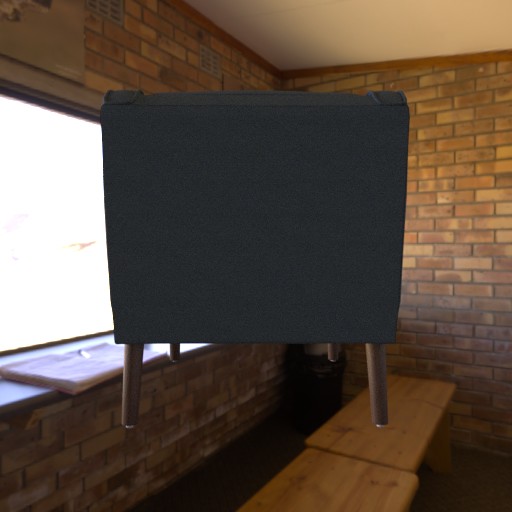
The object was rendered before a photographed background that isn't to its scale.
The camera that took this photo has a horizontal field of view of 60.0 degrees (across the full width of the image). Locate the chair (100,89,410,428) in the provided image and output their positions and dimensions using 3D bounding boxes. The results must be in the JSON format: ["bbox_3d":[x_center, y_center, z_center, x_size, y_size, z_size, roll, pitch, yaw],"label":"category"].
[{"bbox_3d":[0.000,0.000,1.289,0.663,0.780,0.733,0,1,0],"label":"chair"}]
